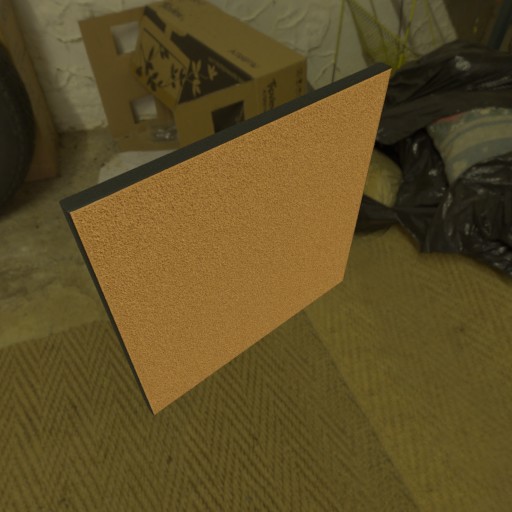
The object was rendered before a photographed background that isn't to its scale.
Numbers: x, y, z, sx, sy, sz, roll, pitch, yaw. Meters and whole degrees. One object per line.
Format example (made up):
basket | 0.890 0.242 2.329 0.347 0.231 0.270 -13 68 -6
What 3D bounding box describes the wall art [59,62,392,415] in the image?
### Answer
wall art | 0.000 0.000 0.669 0.456 0.453 0.022 -31 55 -25
